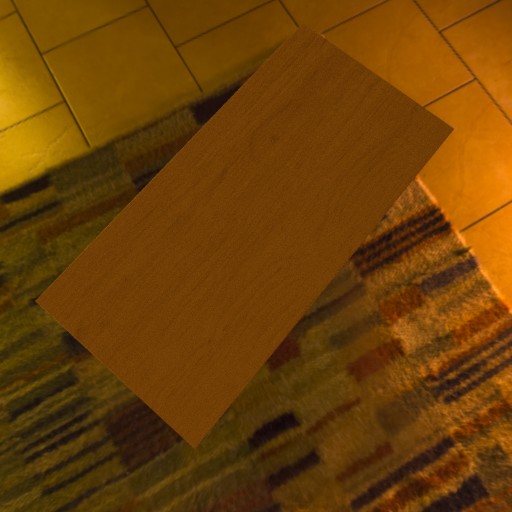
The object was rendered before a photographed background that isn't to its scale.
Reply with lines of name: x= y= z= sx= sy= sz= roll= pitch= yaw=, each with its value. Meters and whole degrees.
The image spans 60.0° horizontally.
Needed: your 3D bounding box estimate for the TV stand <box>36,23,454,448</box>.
TV stand: x=0.000 y=0.000 z=1.307 sx=0.430 sy=0.787 sz=0.851 roll=39 pitch=79 yaw=9
